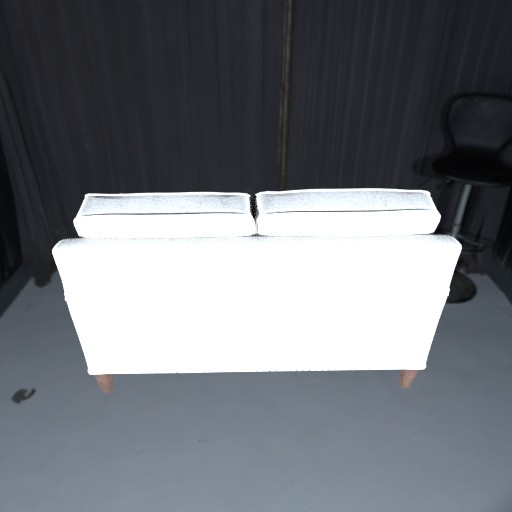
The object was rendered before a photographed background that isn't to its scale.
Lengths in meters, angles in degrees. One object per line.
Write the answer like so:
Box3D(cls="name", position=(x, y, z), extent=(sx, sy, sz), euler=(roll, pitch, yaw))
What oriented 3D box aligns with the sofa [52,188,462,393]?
Box3D(cls="sofa", position=(0.000, 0.000, 2.246), extent=(1.597, 1.003, 1.084), euler=(-1, 31, -1))
